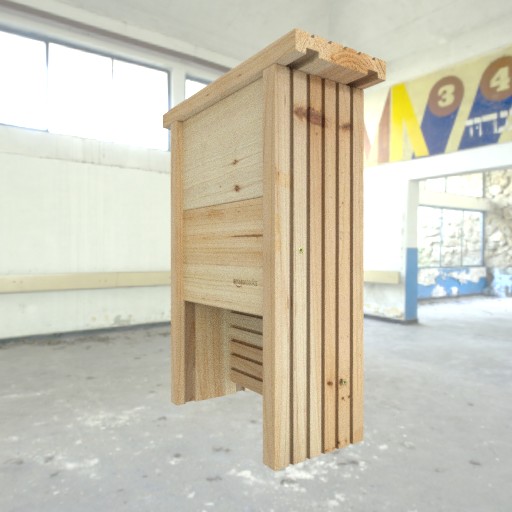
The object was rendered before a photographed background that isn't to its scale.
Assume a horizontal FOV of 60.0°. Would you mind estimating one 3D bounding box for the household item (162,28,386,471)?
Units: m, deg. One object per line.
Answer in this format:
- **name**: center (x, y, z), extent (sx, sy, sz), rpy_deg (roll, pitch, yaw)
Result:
- **household item**: center (0.000, 0.000, 0.552), extent (0.123, 0.407, 0.301), rpy_deg (0, 0, -35)
